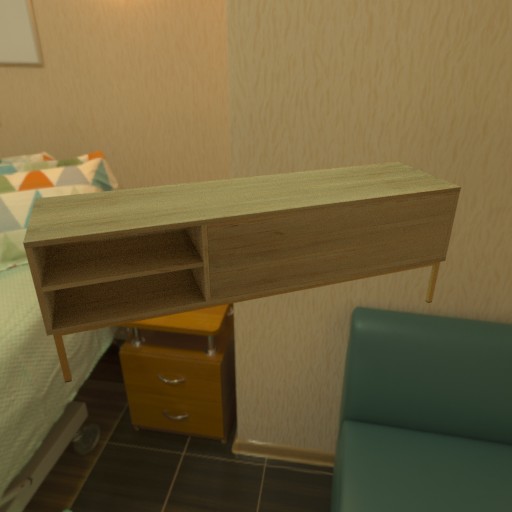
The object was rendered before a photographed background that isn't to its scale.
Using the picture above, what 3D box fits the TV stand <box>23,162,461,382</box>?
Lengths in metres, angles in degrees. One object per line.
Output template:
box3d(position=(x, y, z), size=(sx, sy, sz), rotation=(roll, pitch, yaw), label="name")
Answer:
box3d(position=(0.000, 0.000, 1.840), size=(1.600, 0.550, 0.420), rotation=(-9, 28, -17), label="TV stand")
